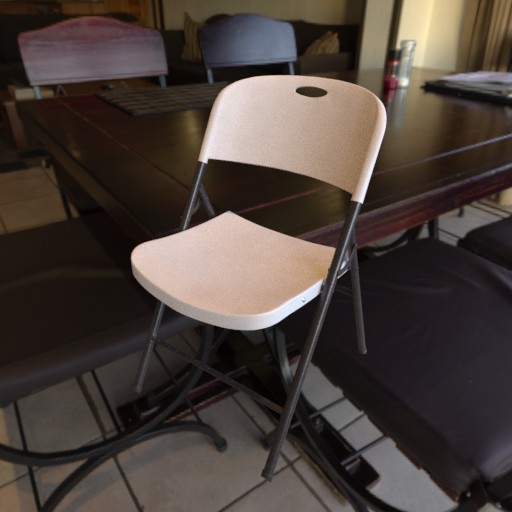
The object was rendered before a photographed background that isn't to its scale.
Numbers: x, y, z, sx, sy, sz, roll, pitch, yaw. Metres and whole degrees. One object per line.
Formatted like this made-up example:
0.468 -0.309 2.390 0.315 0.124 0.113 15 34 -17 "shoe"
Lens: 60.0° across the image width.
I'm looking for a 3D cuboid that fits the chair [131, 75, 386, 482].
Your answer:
0.000 0.000 1.157 0.494 0.810 0.566 20 36 30 "chair"
